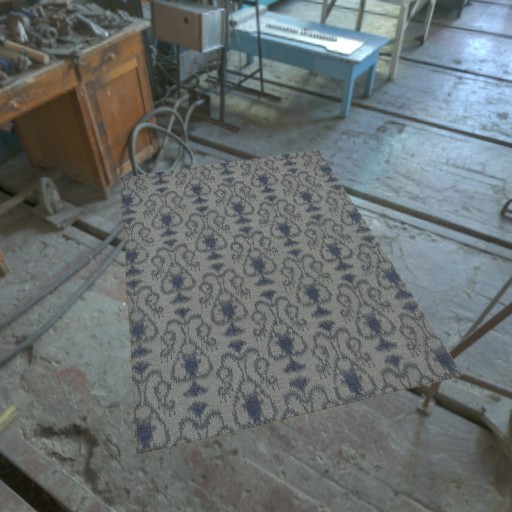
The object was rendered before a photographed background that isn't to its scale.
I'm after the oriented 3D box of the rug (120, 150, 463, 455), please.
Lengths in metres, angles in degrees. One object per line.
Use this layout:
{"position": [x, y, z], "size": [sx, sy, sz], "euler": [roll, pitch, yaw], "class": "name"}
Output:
{"position": [0.000, 0.000, 4.221], "size": [2.437, 0.015, 3.205], "euler": [-10, 47, -10], "class": "rug"}
